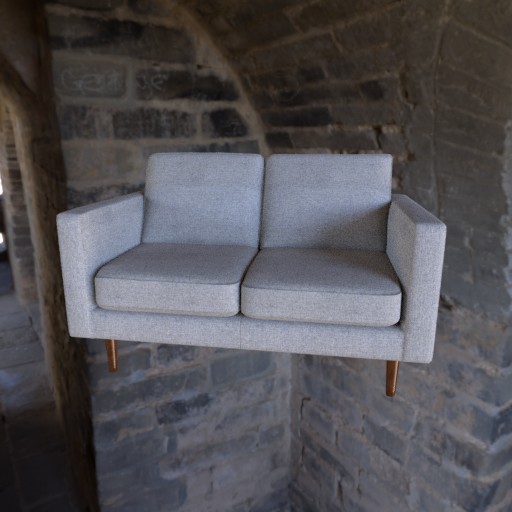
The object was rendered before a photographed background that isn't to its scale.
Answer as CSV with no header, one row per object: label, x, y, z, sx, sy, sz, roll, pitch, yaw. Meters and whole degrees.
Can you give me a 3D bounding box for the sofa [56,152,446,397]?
sofa,0.000,0.000,2.177,1.527,0.973,0.969,2,15,9
